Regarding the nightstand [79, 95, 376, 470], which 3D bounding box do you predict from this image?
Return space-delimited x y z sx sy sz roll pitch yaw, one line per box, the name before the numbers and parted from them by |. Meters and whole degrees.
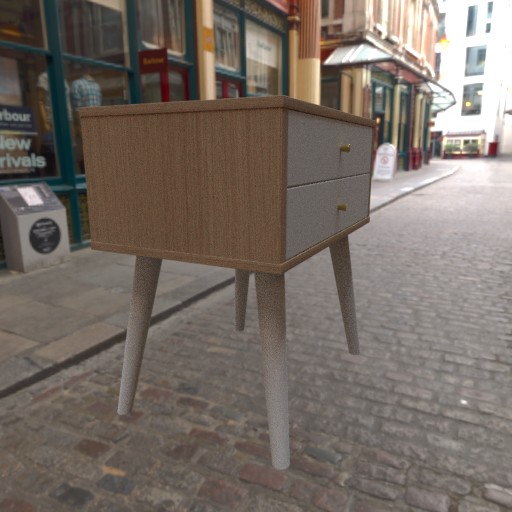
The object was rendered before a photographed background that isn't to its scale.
nightstand | 0.000 0.000 1.004 0.407 0.610 0.571 7 15 26
